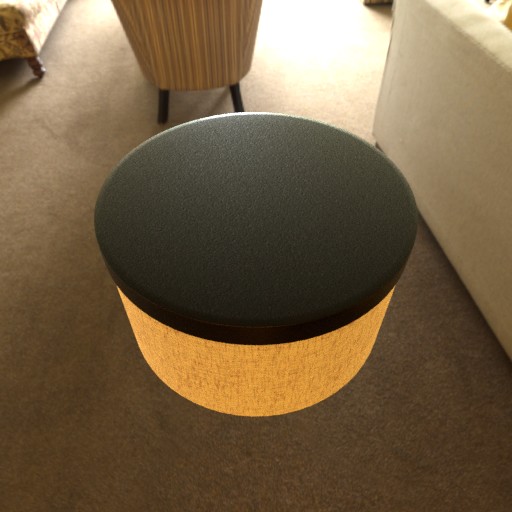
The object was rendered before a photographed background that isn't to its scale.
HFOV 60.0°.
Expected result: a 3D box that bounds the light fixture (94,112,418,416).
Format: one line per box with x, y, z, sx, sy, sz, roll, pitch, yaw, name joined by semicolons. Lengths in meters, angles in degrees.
0.000;0.000;0.630;0.389;0.229;0.389;0;47;0;light fixture
